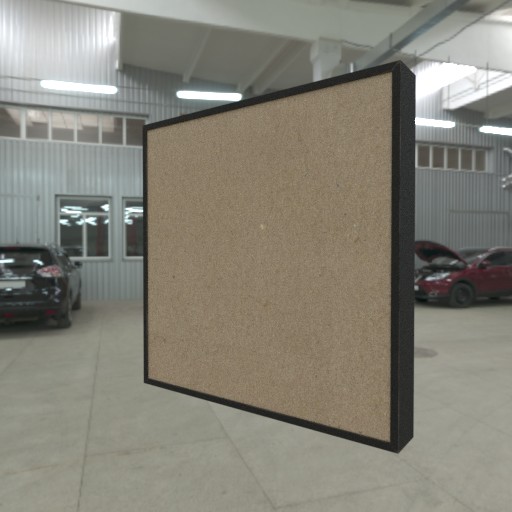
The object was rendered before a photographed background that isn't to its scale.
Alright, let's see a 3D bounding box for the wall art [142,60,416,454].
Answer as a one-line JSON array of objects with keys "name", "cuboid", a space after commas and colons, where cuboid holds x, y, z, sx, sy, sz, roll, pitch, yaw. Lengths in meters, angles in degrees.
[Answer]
[{"name": "wall art", "cuboid": [0.000, 0.000, 0.449, 0.305, 0.305, 0.038, 1, 1, 37]}]
